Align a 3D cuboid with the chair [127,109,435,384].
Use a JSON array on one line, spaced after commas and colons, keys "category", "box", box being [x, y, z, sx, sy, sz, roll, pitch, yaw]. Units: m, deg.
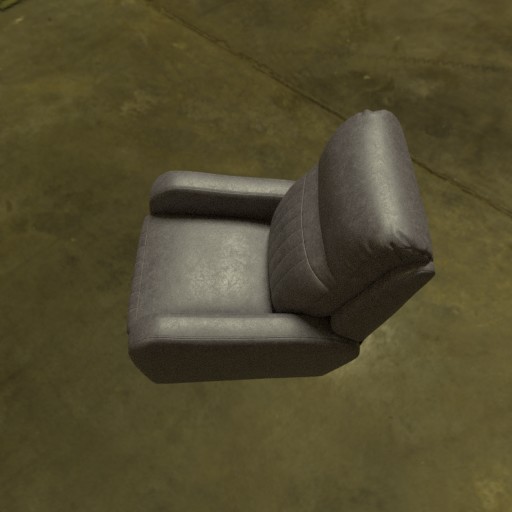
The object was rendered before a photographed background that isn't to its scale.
[{"category": "chair", "box": [0.000, 0.000, 1.835, 1.067, 1.067, 0.865, 0, 57, 0]}]
